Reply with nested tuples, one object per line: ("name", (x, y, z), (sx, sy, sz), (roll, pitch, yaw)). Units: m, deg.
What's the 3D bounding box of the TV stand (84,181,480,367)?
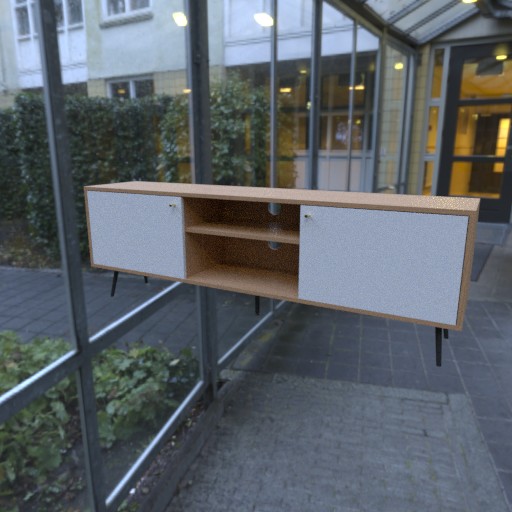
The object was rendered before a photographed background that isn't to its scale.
("TV stand", (0.000, 0.000, 2.021), (1.760, 0.580, 0.400), (7, 16, 27))
